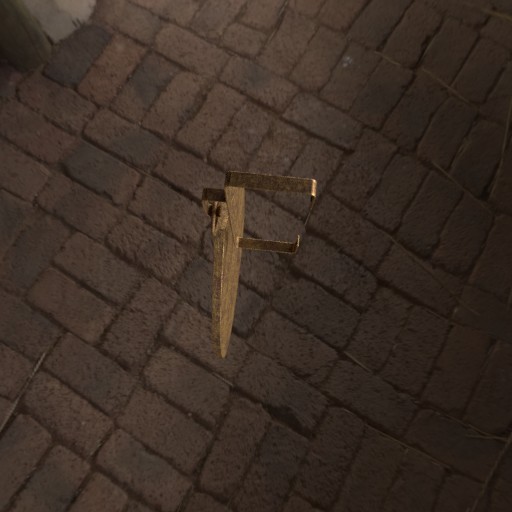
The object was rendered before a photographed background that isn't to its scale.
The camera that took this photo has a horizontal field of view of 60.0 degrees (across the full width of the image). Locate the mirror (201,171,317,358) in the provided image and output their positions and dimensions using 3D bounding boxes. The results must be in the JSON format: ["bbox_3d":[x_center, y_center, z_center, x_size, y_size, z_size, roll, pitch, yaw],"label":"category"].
[{"bbox_3d":[0.000,0.000,0.880,0.144,0.744,0.405,6,76,1],"label":"mirror"}]
